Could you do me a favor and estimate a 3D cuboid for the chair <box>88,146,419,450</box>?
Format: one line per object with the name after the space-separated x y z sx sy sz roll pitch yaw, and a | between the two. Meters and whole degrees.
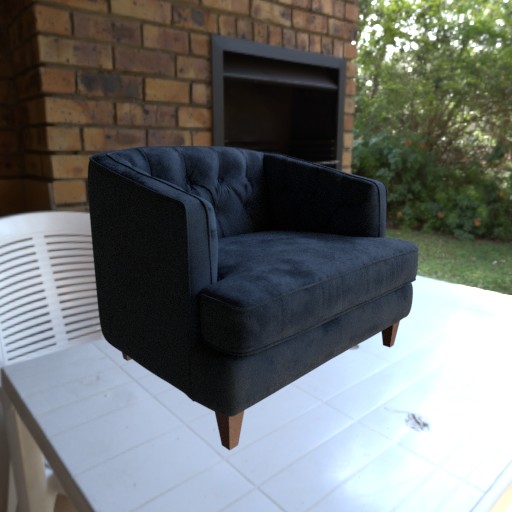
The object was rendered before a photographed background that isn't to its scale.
0.000 0.000 1.759 0.940 0.852 1.094 13 19 43 | chair
